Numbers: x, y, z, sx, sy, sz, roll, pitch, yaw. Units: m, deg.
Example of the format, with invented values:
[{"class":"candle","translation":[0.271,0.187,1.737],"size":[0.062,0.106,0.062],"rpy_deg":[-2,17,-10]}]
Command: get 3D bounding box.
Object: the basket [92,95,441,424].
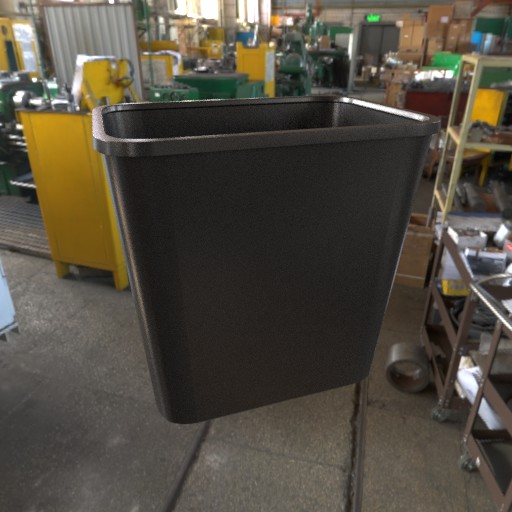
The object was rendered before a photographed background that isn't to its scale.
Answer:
[{"class":"basket","translation":[0.000,0.000,0.492],"size":[0.300,0.307,0.211],"rpy_deg":[-8,27,-16]}]
